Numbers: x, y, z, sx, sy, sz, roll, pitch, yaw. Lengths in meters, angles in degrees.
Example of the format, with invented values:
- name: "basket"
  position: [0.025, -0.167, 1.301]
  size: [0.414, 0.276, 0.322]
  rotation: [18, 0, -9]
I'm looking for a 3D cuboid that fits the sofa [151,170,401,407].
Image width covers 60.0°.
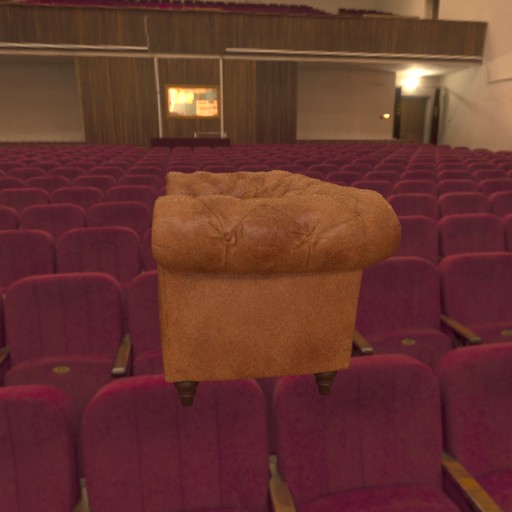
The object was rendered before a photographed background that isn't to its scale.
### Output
- name: "sofa"
  position: [0.000, 0.000, 2.500]
  size: [1.042, 0.877, 1.979]
  rotation: [-2, 14, -9]
